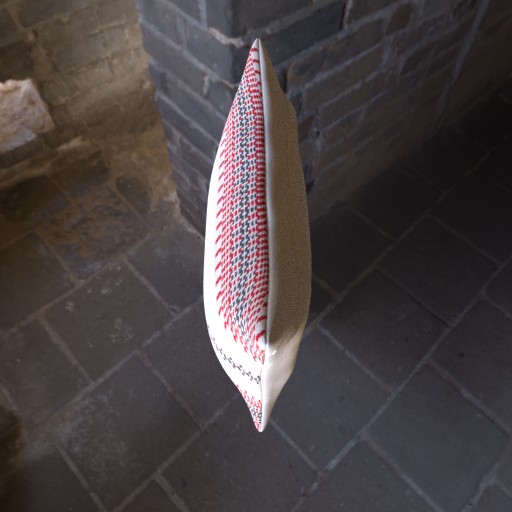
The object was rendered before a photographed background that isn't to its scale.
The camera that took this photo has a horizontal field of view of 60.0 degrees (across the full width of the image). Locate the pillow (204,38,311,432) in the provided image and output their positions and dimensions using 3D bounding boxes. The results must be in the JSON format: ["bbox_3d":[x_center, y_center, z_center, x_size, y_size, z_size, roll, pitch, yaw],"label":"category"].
[{"bbox_3d":[0.000,0.000,0.710,0.160,0.454,0.463,-1,59,0],"label":"pillow"}]
